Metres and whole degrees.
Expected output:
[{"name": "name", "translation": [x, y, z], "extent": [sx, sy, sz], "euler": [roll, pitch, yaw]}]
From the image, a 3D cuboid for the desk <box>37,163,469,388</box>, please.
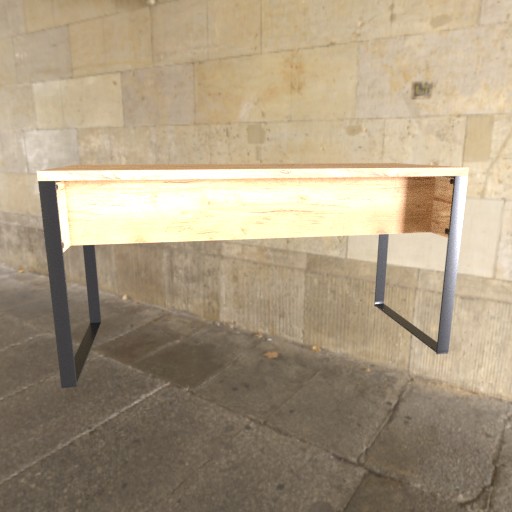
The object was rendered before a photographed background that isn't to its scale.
[{"name": "desk", "translation": [0.000, 0.000, 1.910], "extent": [1.520, 0.760, 0.600], "euler": [-2, 14, -10]}]
